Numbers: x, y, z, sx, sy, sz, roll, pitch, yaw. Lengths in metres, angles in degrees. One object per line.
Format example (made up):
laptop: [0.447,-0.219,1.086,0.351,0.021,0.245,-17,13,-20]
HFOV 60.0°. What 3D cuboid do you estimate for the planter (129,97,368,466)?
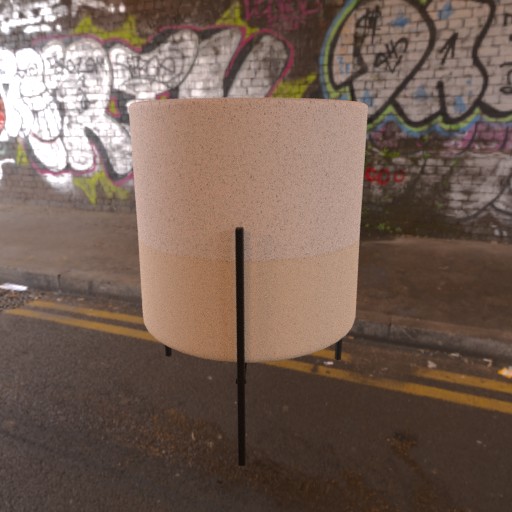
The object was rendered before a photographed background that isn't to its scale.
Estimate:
planter: [0.000,0.000,0.654,0.335,0.423,0.313,-8,18,-27]
